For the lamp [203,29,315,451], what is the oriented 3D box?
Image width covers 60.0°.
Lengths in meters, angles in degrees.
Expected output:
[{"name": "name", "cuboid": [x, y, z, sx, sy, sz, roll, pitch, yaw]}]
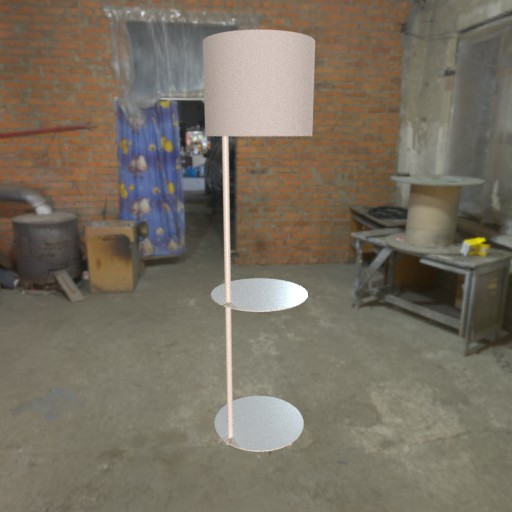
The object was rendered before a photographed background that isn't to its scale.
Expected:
[{"name": "lamp", "cuboid": [0.000, 0.000, 1.655, 0.405, 1.465, 0.372, -14, 20, -42]}]
